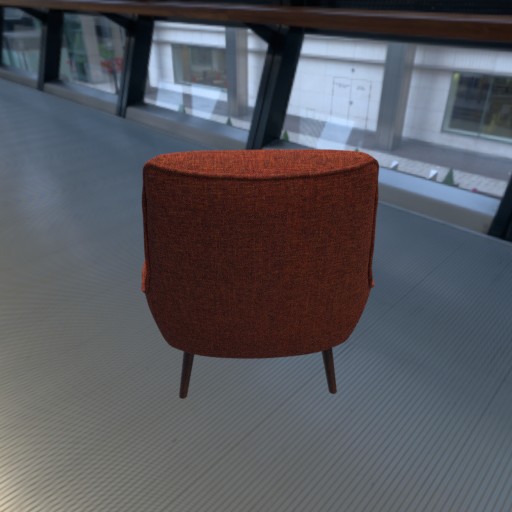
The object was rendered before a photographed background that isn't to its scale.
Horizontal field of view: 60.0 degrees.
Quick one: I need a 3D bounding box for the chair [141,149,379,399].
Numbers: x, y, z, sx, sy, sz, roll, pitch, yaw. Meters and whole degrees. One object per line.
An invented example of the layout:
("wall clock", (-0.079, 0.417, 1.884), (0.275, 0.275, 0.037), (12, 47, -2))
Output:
("chair", (0.000, 0.000, 1.499), (0.803, 0.911, 0.784), (-1, 30, -2))
